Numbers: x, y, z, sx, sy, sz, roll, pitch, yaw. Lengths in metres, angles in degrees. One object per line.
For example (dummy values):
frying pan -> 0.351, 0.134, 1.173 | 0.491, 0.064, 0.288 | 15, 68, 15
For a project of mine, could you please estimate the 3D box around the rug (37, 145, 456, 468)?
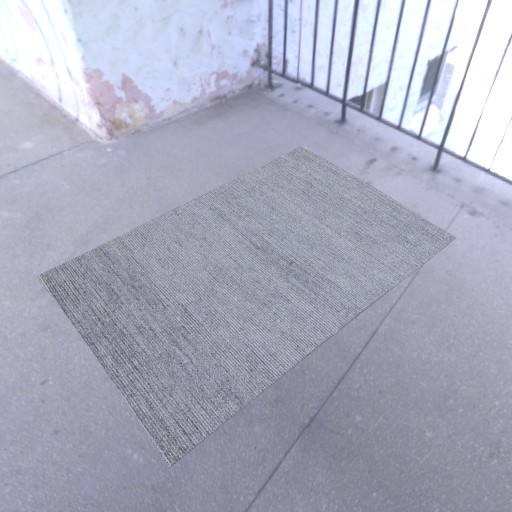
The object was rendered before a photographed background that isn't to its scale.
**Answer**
rug -> 0.000, 0.000, 2.228 | 1.789, 0.021, 1.159 | -31, 54, -27
